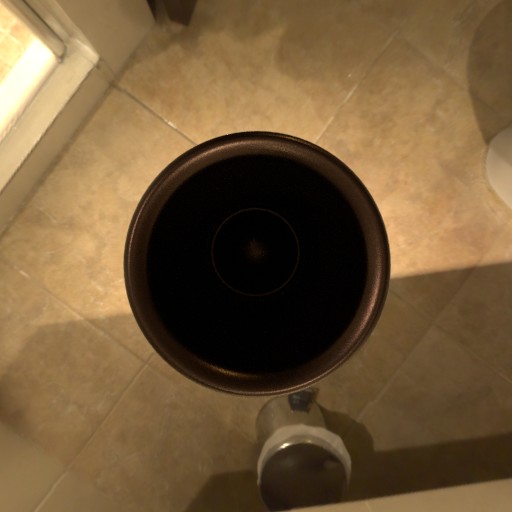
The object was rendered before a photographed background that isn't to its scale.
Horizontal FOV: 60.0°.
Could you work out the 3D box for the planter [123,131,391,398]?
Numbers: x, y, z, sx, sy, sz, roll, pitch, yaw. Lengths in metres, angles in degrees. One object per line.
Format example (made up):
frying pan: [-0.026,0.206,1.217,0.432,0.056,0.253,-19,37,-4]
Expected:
planter: [0.000,0.000,0.276,0.100,0.227,0.100,0,92,0]
